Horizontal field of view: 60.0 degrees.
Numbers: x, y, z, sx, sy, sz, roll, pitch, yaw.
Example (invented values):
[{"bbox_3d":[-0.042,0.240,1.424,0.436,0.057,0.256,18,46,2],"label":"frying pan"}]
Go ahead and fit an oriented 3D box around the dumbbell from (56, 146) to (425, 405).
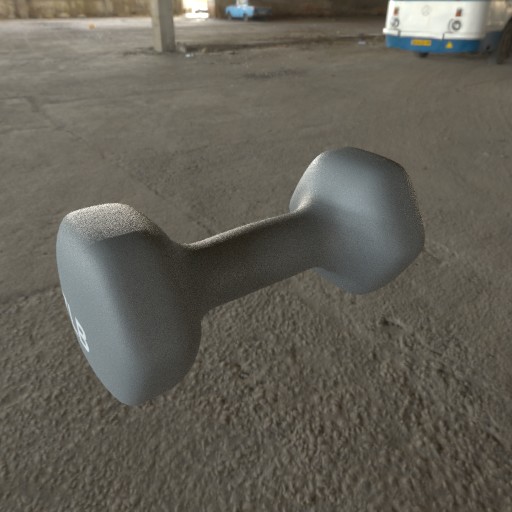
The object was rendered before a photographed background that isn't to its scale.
[{"bbox_3d":[0.000,0.000,0.229,0.184,0.081,0.090,-19,36,-29],"label":"dumbbell"}]
